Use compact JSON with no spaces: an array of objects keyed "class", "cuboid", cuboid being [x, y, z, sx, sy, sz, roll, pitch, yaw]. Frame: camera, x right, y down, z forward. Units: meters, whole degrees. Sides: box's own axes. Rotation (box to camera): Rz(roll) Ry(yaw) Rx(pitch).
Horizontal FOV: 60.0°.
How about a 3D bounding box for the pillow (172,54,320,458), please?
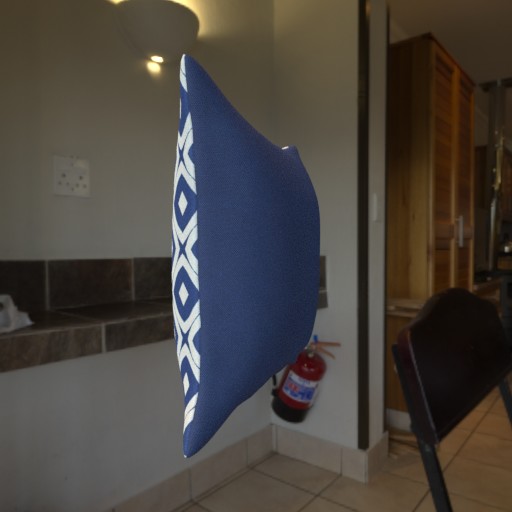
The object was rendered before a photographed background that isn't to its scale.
[{"class":"pillow","cuboid":[0.000,0.000,0.772,0.188,0.494,0.504,0,1,20]}]
